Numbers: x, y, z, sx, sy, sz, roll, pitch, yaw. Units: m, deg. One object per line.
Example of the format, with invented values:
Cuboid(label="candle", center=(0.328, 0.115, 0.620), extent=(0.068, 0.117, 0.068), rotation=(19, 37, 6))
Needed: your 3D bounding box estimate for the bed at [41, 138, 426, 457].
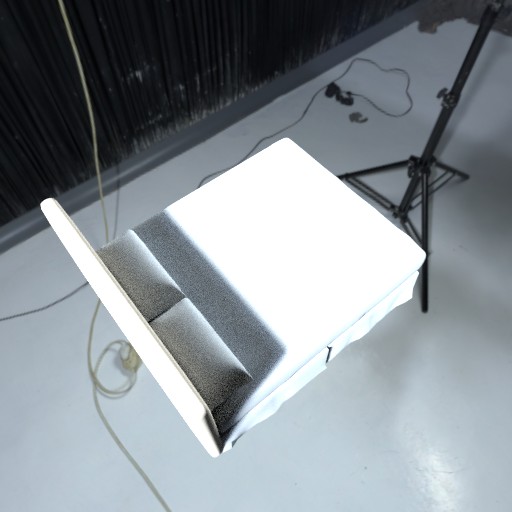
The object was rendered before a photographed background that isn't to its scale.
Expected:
Cuboid(label="bed", center=(0.000, 0.000, 3.300), extent=(2.142, 1.330, 1.748), rotation=(-35, 64, -19))
